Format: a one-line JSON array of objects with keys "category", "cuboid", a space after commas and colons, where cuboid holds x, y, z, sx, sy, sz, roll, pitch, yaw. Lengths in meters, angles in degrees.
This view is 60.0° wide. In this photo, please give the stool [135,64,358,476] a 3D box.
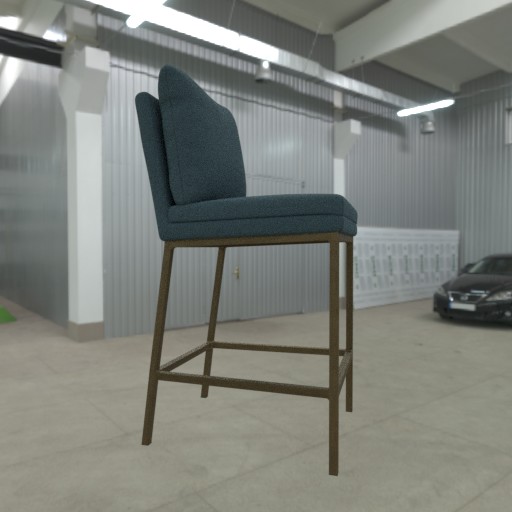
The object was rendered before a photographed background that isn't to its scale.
[{"category": "stool", "cuboid": [0.000, 0.000, 1.330, 0.568, 1.032, 0.463, 0, 1, 17]}]
